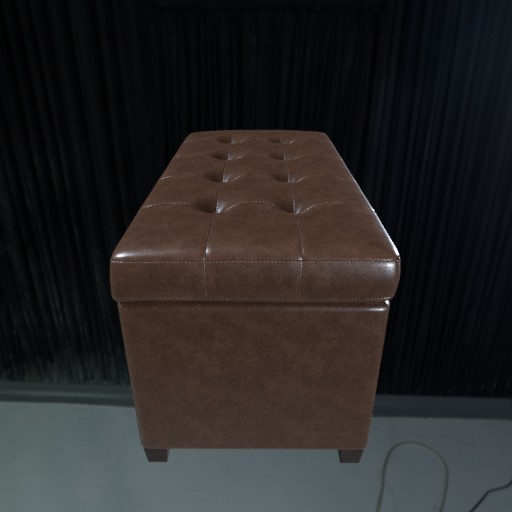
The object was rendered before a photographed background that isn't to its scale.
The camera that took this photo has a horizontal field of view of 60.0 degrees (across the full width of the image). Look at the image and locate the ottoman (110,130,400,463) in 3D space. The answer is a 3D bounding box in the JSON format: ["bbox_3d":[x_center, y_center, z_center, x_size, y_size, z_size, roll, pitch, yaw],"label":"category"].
[{"bbox_3d":[0.000,0.000,1.094,0.432,0.470,0.838,0,27,0],"label":"ottoman"}]
